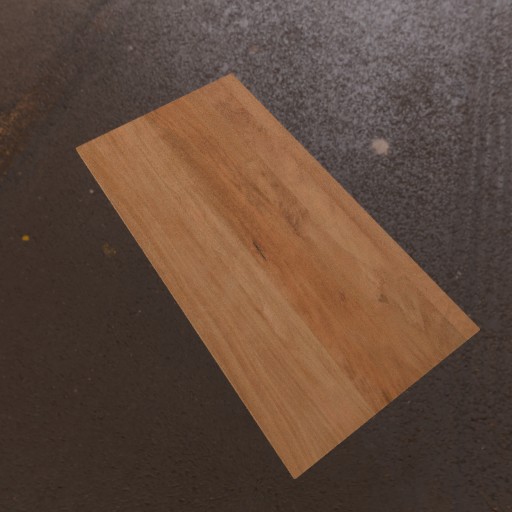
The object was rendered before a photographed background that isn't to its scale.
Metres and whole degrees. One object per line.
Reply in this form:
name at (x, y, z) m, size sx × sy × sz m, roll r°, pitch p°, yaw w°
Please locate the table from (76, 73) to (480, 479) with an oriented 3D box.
table at (0.000, 0.000, 1.667) m, size 0.699 × 0.400 × 1.348 m, roll -32°, pitch 67°, yaw -15°
